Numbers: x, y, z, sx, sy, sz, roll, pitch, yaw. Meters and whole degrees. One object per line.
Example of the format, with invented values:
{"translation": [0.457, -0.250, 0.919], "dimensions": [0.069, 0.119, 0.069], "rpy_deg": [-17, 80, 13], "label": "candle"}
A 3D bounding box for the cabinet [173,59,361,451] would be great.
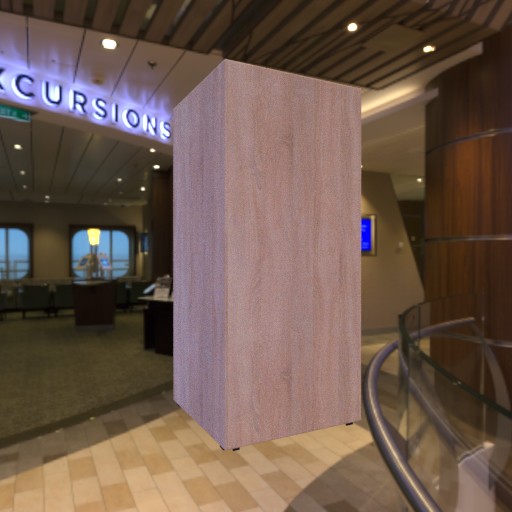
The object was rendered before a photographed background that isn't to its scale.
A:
{"translation": [0.000, 0.000, 2.905], "dimensions": [1.327, 2.120, 1.094], "rpy_deg": [0, 0, 18], "label": "cabinet"}
